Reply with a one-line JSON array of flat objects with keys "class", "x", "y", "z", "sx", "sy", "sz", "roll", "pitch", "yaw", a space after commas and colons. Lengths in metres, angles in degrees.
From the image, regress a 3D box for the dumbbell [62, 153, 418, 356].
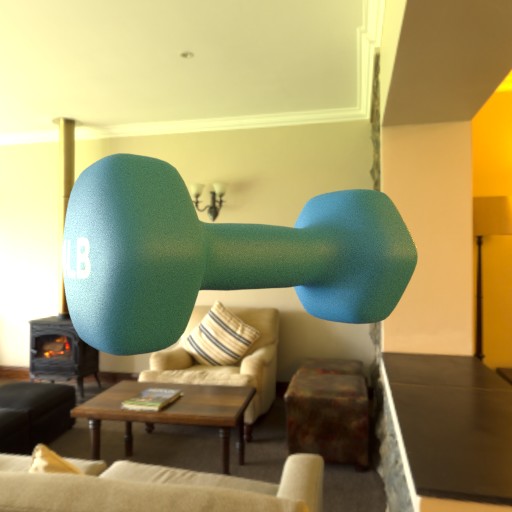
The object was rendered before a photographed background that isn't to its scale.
[{"class": "dumbbell", "x": 0.000, "y": 0.000, "z": 0.192, "sx": 0.152, "sy": 0.066, "sz": 0.074, "roll": 0, "pitch": -1, "yaw": -37}]
